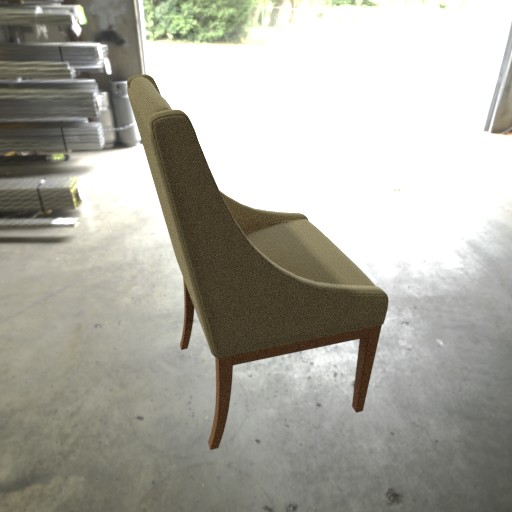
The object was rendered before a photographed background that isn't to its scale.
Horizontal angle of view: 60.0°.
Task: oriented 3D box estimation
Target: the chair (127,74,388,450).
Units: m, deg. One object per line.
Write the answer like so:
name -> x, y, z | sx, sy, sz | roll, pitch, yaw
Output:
chair -> 0.000, 0.000, 1.383 | 0.611, 1.021, 0.575 | -10, 32, -16
